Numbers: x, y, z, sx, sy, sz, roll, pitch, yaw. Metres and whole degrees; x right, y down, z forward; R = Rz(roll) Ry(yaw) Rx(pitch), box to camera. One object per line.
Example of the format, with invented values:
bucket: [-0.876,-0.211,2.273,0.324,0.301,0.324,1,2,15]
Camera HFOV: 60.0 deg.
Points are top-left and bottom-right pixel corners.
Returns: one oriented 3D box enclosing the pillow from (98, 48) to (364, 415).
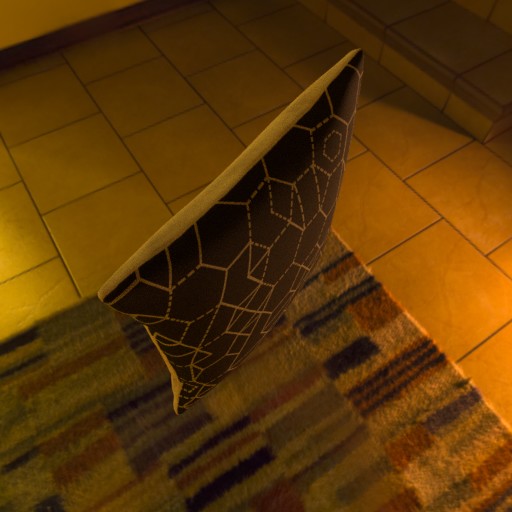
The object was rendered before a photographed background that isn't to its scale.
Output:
pillow: [0.000,0.000,0.759,0.158,0.508,0.517,32,64,18]
